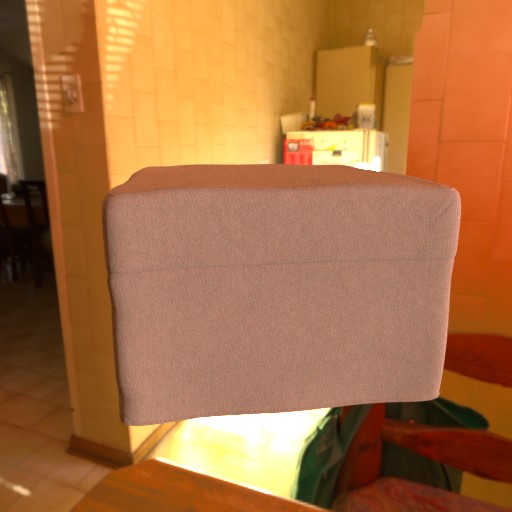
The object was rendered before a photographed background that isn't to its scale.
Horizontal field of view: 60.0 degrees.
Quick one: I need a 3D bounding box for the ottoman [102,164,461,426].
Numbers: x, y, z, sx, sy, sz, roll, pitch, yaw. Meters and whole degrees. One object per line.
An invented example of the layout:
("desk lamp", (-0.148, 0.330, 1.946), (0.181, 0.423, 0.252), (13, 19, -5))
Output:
("ottoman", (0.000, 0.000, 1.192), (0.648, 0.461, 0.833), (-2, 14, -8))
